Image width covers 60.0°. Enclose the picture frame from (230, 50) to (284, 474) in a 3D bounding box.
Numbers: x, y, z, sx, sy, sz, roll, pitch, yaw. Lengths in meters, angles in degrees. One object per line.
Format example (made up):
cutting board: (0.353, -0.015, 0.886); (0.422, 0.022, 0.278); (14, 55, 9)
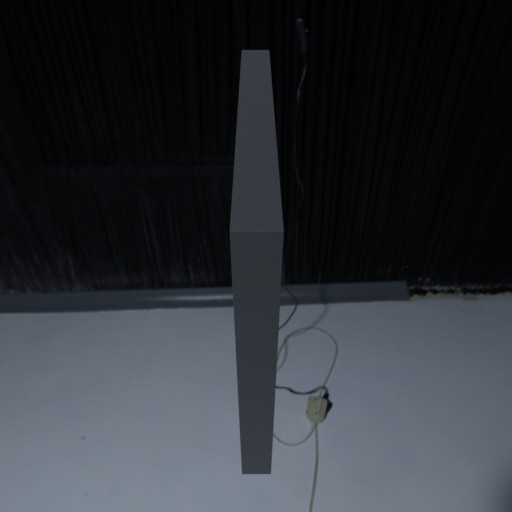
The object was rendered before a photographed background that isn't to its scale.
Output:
picture frame: (0.000, 0.000, 0.468); (0.030, 0.317, 0.317); (0, 42, 0)
